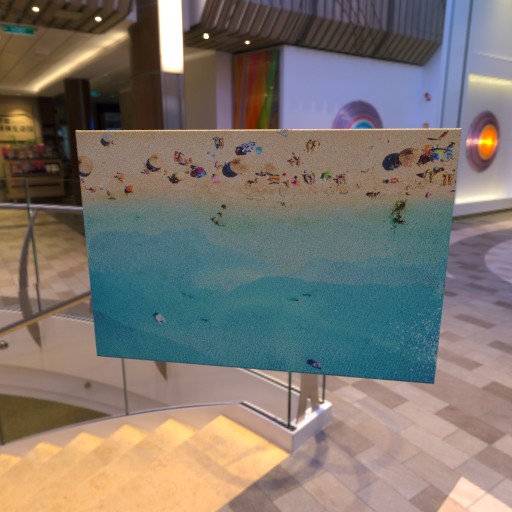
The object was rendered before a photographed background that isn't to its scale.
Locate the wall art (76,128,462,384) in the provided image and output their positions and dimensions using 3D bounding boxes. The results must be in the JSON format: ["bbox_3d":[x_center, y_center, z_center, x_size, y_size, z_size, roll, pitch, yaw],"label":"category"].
[{"bbox_3d":[0.000,0.000,1.402,1.136,0.769,0.040,2,14,9],"label":"wall art"}]
